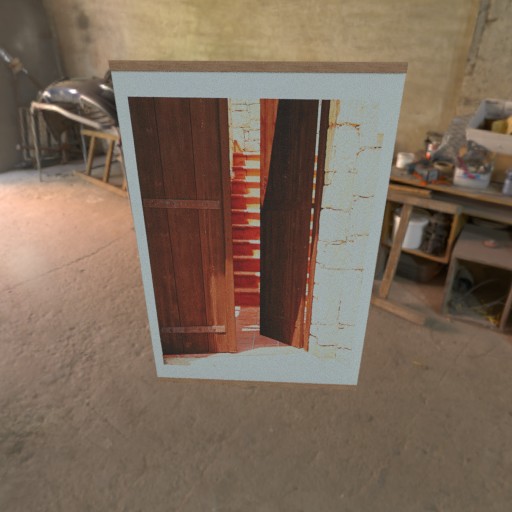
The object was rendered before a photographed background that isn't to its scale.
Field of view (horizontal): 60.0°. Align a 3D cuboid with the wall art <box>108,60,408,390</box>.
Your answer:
[{"bbox_3d":[0.000,0.000,1.884,1.019,1.527,0.019,2,30,3],"label":"wall art"}]
